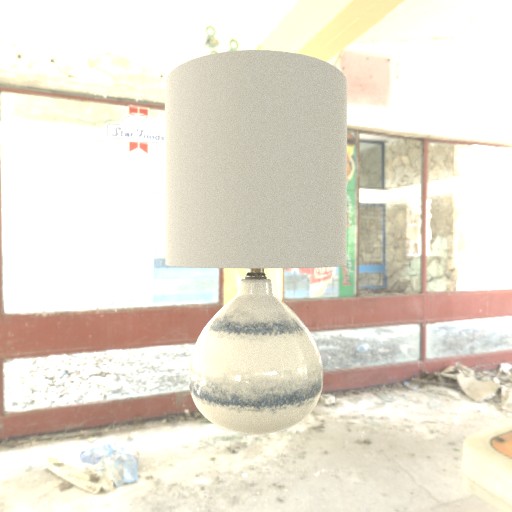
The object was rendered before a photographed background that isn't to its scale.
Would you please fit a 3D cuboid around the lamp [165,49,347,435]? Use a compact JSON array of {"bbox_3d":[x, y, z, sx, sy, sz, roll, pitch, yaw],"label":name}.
[{"bbox_3d":[0.000,0.000,0.541,0.216,0.404,0.216,0,1,0],"label":"lamp"}]
